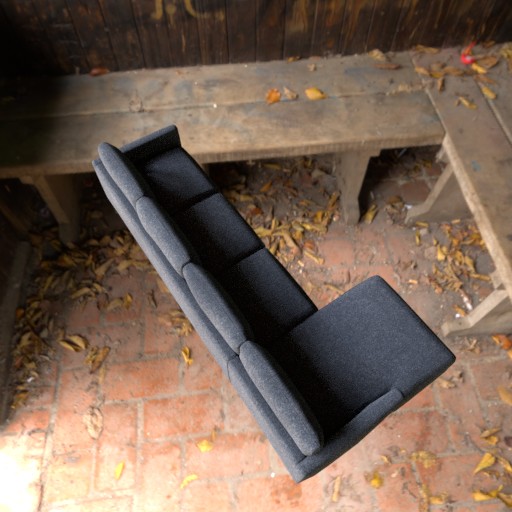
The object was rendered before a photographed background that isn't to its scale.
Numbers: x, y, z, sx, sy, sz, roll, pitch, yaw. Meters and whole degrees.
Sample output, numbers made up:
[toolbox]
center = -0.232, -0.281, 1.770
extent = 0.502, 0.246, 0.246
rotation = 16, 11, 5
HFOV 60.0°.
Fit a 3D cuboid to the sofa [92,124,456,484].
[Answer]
[sofa]
center = 0.000, 0.000, 3.428
extent = 1.350, 0.810, 2.932
rotation = -31, 64, -17
